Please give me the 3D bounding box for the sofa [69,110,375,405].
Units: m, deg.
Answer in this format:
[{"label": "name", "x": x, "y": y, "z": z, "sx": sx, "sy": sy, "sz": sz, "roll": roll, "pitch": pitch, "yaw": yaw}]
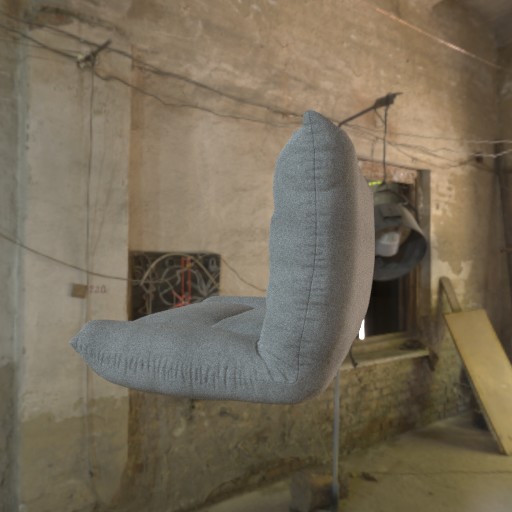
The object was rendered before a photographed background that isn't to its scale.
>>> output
[{"label": "sofa", "x": 0.000, "y": 0.000, "z": 1.697, "sx": 0.847, "sy": 0.795, "sz": 1.144, "roll": 0, "pitch": 0, "yaw": 18}]
